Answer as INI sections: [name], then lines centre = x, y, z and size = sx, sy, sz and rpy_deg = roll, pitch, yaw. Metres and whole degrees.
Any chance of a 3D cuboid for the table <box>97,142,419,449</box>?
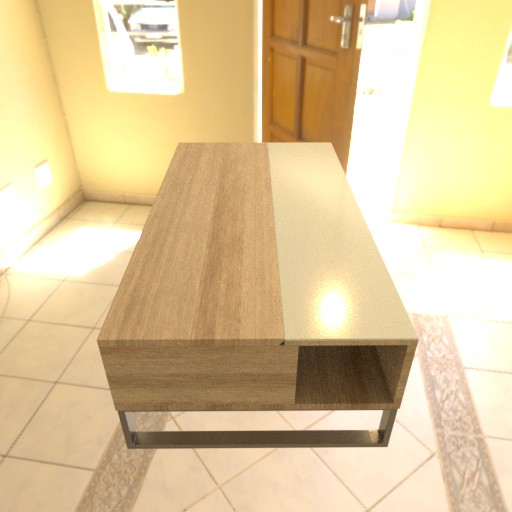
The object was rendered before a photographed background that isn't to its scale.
[table]
centre = 0.000, 0.000, 1.380
size = 0.600, 0.350, 1.100
rpy_deg = 0, 33, 0
